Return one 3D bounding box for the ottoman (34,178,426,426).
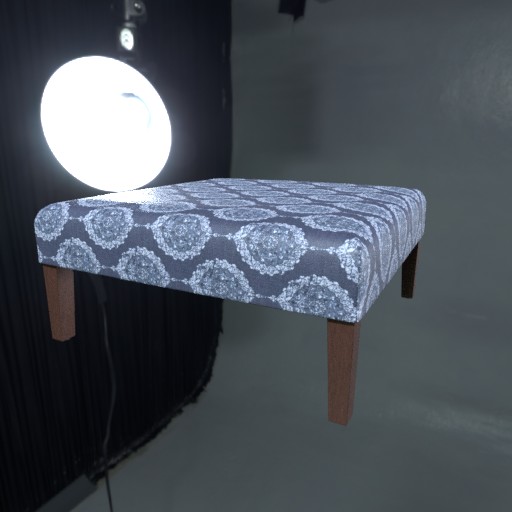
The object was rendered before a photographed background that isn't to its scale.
[{"bbox_3d":[0.000,0.000,1.401,0.890,0.409,0.889,8,17,27],"label":"ottoman"}]
